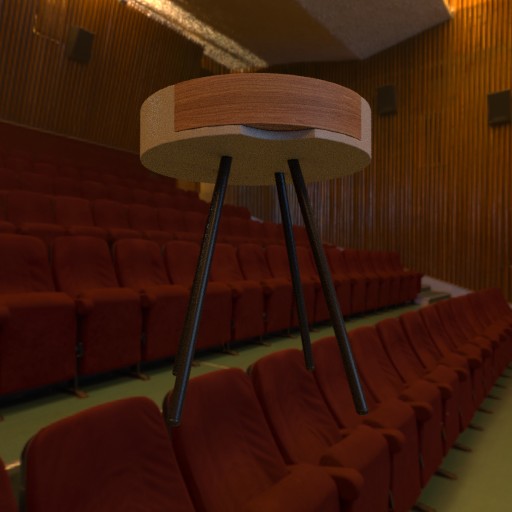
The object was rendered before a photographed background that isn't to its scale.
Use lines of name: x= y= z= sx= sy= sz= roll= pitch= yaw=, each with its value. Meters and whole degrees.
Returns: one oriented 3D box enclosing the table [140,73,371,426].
table: x=0.000 y=0.000 z=0.856 sx=0.450 sy=0.525 sz=0.450 roll=0 pitch=-1 yaw=0
